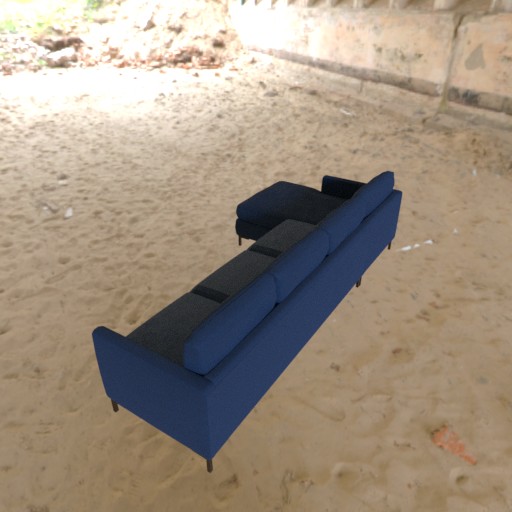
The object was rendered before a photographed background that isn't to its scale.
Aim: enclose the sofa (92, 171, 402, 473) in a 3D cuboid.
[{"bbox_3d":[0.000,0.000,2.869,1.128,0.679,2.450,18,35,28],"label":"sofa"}]
